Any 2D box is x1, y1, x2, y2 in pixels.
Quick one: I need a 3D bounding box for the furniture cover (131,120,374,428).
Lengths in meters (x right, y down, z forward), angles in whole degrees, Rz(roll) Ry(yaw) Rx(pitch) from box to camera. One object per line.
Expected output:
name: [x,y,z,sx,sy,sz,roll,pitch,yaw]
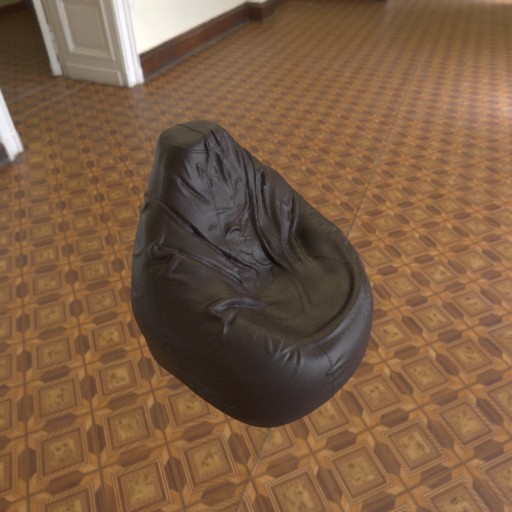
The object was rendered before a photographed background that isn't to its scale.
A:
furniture cover: [0.000,0.000,1.885,1.070,0.990,1.070,25,46,26]
